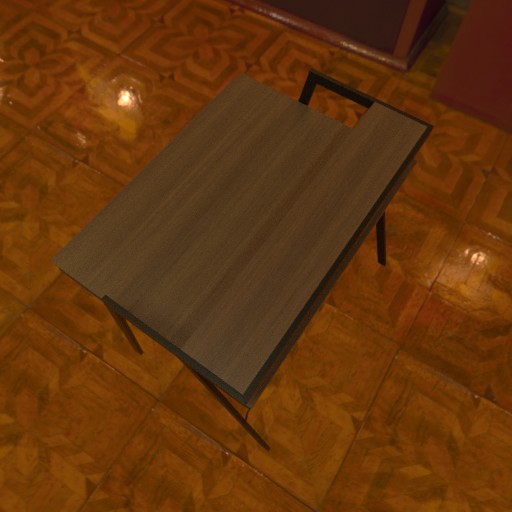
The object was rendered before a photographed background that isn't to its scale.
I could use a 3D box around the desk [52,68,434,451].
[{"bbox_3d":[0.000,0.000,1.884,0.936,0.998,1.143,32,68,15],"label":"desk"}]
